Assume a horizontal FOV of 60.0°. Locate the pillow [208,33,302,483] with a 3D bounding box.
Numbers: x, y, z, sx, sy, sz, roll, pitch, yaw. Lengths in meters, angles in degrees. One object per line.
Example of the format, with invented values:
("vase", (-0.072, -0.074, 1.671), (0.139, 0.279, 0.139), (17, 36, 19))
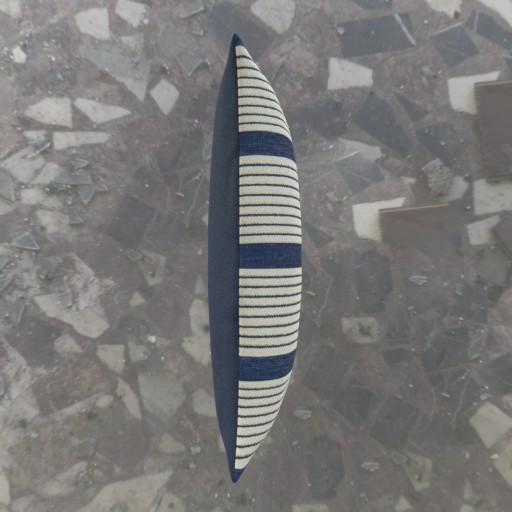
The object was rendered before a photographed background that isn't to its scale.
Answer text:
("pillow", (0.000, 0.000, 0.738), (0.156, 0.292, 0.608), (0, 89, -1))
